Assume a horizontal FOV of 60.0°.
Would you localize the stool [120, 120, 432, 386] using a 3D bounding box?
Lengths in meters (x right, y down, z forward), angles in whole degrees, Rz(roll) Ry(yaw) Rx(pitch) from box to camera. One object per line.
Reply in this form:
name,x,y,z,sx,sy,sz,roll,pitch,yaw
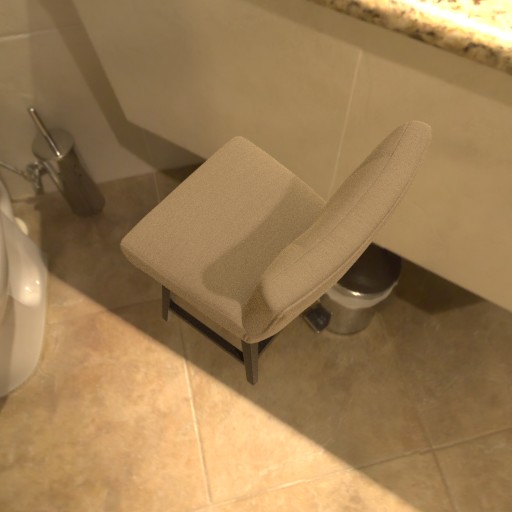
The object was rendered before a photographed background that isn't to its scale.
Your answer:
stool,0.000,0.000,1.295,0.574,1.000,0.514,36,69,17
